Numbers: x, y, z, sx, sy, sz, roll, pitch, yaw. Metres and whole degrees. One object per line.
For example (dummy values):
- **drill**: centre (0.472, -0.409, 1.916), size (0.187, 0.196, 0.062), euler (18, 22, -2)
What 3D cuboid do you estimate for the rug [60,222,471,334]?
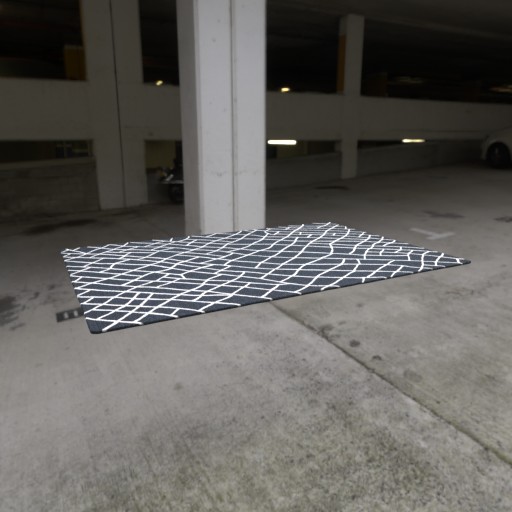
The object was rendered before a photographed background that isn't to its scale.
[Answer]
- **rug**: centre (0.000, 0.000, 2.351), size (1.830, 0.013, 1.223), euler (-8, 17, -26)
